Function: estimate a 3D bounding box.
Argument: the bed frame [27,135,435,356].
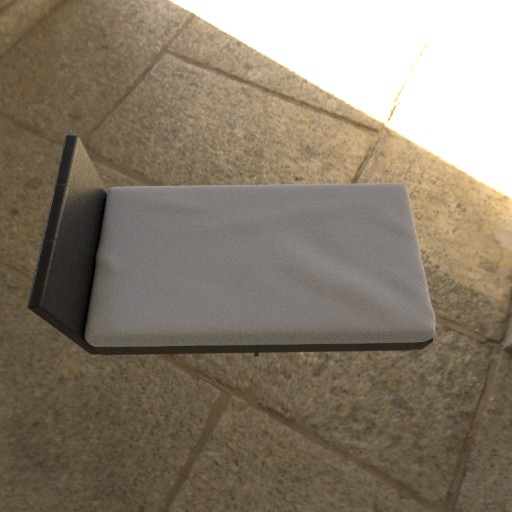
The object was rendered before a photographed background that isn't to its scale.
[{"bbox_3d":[0.000,0.000,2.560,2.152,1.046,1.038,-1,64,0],"label":"bed frame"}]
